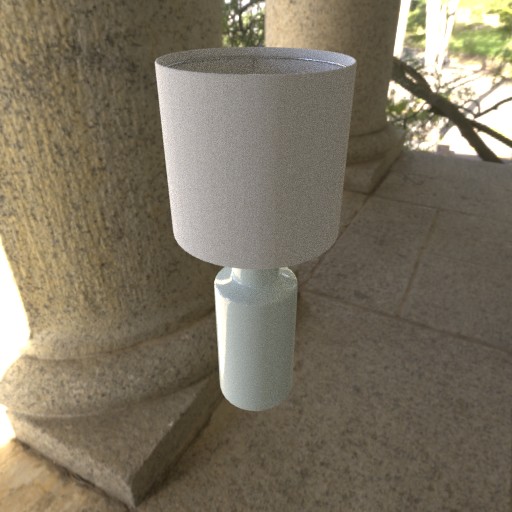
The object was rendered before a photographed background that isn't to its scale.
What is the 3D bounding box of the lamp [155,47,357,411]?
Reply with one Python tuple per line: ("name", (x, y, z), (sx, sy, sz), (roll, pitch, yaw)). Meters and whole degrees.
("lamp", (0.000, 0.000, 0.600), (0.212, 0.493, 0.212), (-1, 31, -2))
